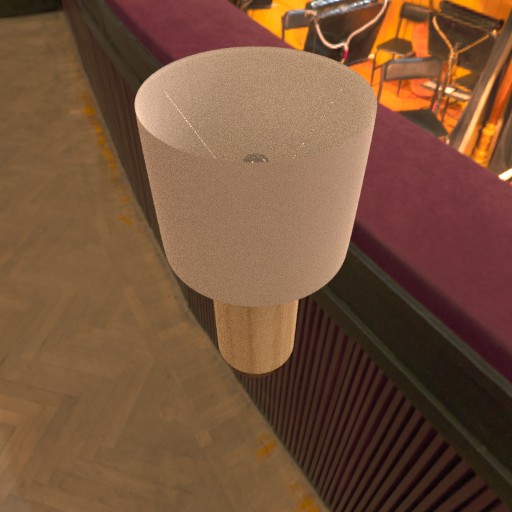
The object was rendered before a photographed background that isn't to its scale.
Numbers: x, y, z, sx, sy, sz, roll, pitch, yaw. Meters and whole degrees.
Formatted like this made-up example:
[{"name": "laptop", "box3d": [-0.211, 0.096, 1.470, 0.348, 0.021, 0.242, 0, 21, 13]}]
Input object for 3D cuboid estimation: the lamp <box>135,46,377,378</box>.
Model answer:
[{"name": "lamp", "box3d": [0.000, 0.000, 0.580, 0.228, 0.444, 0.228, -25, 51, -22]}]
